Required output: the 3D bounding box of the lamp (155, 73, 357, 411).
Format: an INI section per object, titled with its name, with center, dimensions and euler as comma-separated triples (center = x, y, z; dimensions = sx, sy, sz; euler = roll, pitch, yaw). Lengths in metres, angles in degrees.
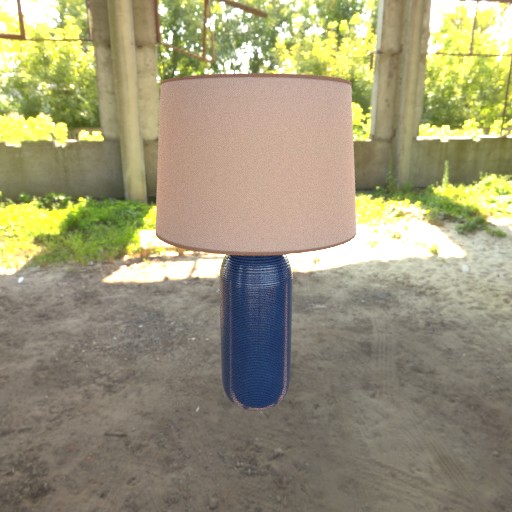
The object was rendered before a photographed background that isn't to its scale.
[lamp]
center = 0.000, 0.000, 0.841
dimensions = 0.367, 0.609, 0.367
euler = 0, 16, 0
